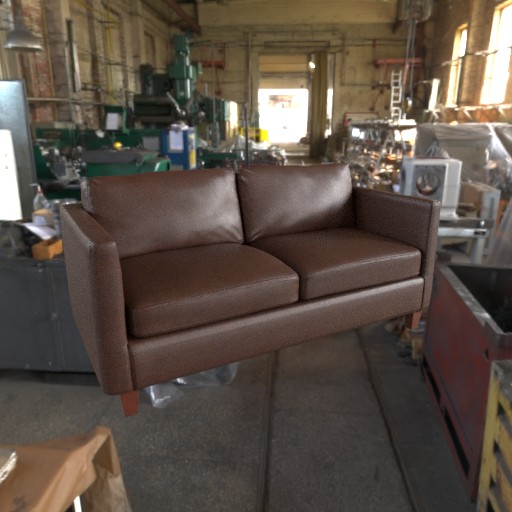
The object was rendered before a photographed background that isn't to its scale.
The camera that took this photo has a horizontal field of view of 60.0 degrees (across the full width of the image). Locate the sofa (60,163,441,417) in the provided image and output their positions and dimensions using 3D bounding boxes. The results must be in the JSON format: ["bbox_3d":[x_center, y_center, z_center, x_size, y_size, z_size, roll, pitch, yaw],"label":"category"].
[{"bbox_3d":[0.000,0.000,2.466,1.883,0.933,0.951,-9,19,-28],"label":"sofa"}]
